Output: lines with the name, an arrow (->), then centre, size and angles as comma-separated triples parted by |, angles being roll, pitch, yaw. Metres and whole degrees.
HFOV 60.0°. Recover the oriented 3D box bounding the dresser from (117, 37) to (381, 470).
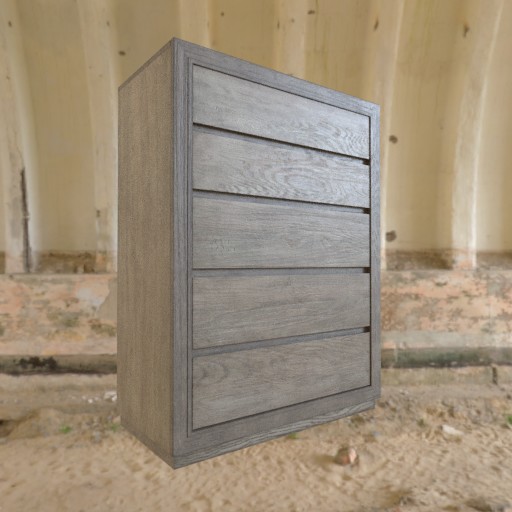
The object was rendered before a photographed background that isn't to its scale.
dresser -> 0.000, 0.000, 1.793 | 0.967, 1.295, 0.483 | 1, -1, -37
